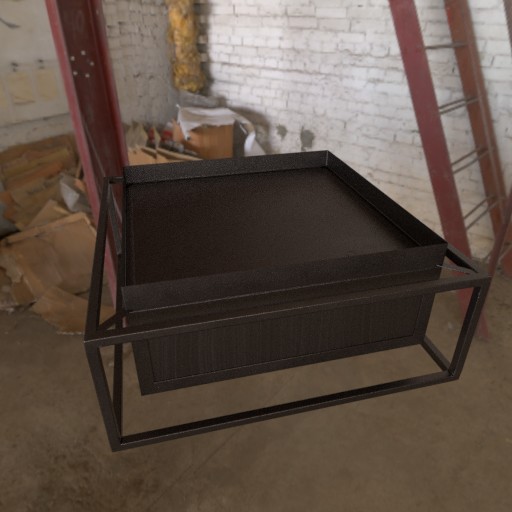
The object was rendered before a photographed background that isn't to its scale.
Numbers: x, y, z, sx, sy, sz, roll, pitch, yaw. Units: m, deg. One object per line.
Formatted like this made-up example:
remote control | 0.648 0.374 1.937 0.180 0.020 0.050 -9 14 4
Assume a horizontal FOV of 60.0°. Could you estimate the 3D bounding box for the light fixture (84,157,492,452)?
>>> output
light fixture | 0.000 0.000 0.673 0.441 0.191 0.441 -7 31 -12
